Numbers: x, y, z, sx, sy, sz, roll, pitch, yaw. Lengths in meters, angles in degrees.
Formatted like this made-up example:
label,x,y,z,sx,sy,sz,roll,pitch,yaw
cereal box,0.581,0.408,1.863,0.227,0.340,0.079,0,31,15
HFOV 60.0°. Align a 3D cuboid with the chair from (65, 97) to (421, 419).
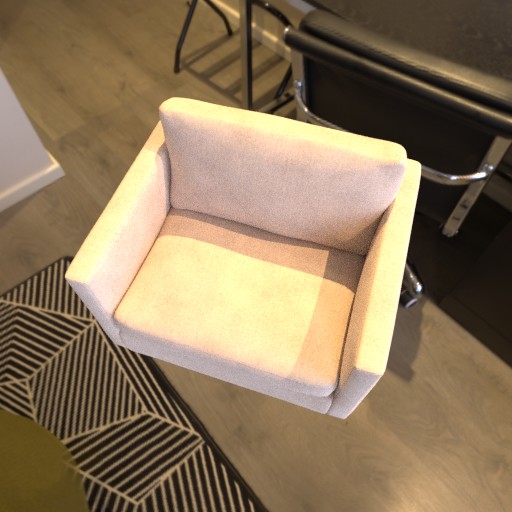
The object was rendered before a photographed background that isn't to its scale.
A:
label,x,y,z,sx,sy,sz,roll,pitch,yaw
chair,0.000,0.000,1.880,1.133,0.961,0.959,16,60,9
